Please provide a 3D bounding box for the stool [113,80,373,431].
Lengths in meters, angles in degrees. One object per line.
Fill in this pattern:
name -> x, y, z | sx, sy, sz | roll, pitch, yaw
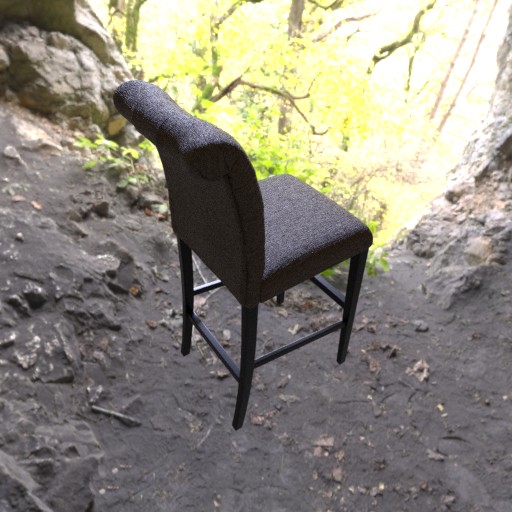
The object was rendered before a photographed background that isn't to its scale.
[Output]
stool -> 0.000, 0.000, 1.462 | 0.613, 1.131, 0.452 | -24, 46, -26
